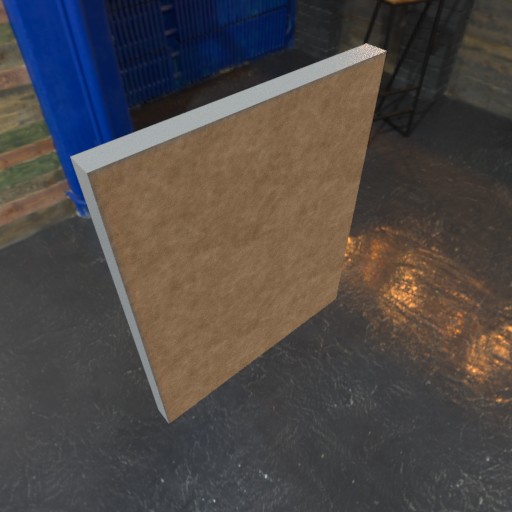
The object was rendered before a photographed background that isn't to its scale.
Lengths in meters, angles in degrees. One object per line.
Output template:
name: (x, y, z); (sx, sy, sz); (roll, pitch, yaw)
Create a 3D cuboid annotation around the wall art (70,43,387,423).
wall art: (0.000, 0.000, 0.730); (0.453, 0.554, 0.037); (-31, 53, -27)
